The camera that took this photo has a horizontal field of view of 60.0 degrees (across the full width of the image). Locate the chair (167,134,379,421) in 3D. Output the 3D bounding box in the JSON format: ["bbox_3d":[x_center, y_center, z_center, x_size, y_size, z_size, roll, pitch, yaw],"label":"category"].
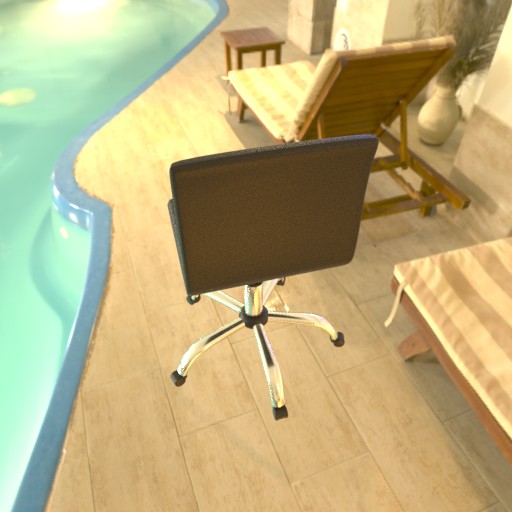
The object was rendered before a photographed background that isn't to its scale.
[{"bbox_3d":[0.000,0.000,1.149,0.556,0.780,0.530,-11,44,-11],"label":"chair"}]
